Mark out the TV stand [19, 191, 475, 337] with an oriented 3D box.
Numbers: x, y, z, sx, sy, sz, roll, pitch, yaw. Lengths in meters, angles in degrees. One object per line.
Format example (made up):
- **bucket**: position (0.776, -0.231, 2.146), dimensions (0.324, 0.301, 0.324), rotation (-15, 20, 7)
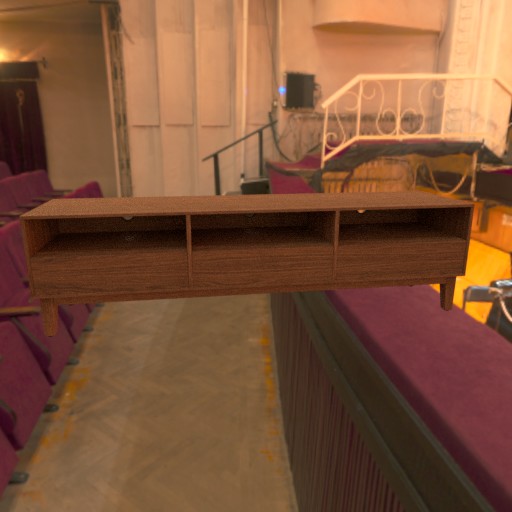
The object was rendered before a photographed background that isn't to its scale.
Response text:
- **TV stand**: position (0.000, 0.000, 1.657), dimensions (1.482, 0.409, 0.366), rotation (-2, 16, -9)
